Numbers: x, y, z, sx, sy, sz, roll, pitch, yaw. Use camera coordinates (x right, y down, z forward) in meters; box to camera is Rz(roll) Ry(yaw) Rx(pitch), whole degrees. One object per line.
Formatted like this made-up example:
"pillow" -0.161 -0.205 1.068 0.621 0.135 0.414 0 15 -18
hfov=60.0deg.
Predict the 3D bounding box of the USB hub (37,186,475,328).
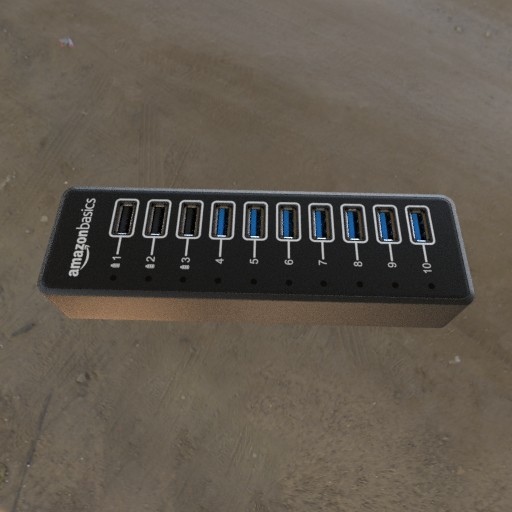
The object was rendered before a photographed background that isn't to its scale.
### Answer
"USB hub" 0.000 0.000 0.164 0.145 0.023 0.044 1 62 1
